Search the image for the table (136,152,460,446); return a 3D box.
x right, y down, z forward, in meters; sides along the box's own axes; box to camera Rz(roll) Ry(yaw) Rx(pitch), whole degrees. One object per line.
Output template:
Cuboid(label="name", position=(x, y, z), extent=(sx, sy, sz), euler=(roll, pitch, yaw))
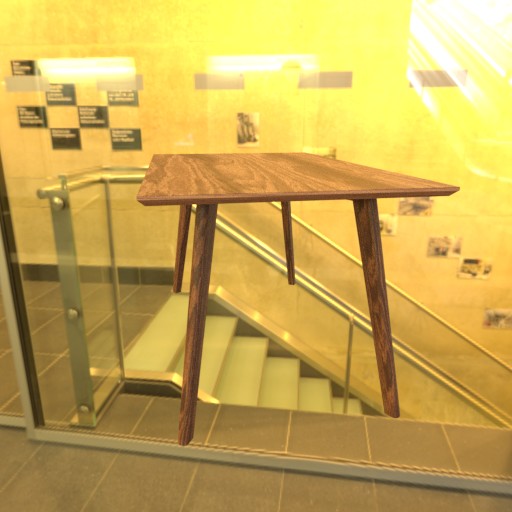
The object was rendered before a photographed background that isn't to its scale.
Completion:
Cuboid(label="table", position=(0.000, 0.000, 1.795), extent=(0.801, 0.724, 1.349), euler=(-3, 17, -10))
